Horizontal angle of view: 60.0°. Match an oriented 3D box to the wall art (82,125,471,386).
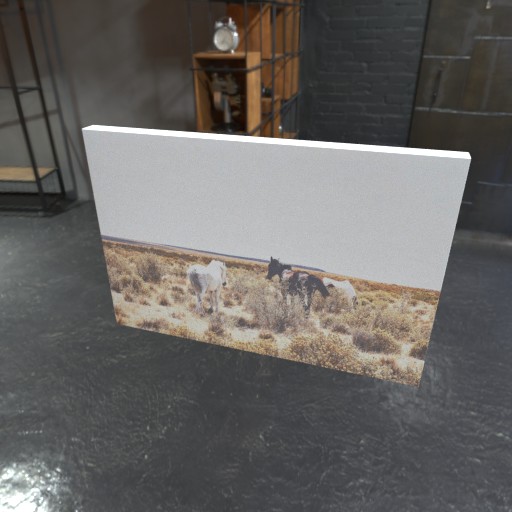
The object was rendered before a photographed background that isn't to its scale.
[{"bbox_3d":[0.000,0.000,1.167,0.914,0.610,0.050,8,29,15],"label":"wall art"}]
